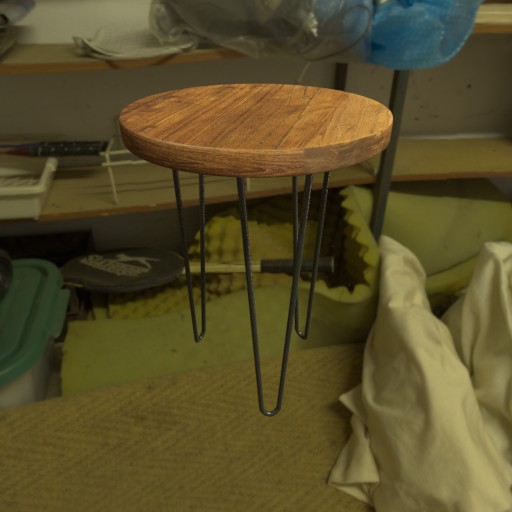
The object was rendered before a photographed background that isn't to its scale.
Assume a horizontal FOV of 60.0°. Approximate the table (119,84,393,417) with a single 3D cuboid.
[{"bbox_3d":[0.000,0.000,0.800,0.400,0.520,0.400,0,31,0],"label":"table"}]
